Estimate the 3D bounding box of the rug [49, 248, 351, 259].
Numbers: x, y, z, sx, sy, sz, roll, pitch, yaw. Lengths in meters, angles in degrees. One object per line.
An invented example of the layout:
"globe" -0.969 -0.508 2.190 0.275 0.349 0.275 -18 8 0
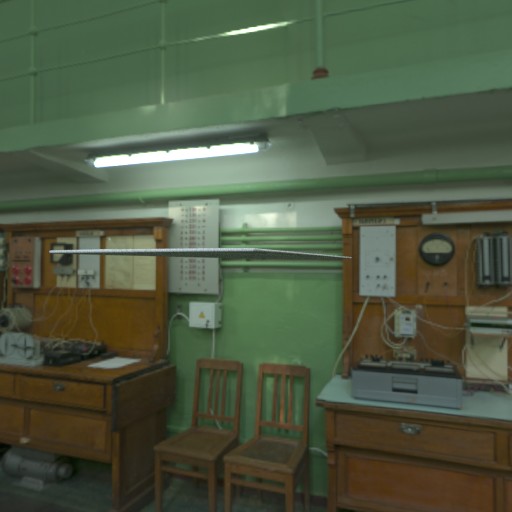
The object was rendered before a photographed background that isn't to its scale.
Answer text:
"rug" 0.000 0.000 2.718 0.855 0.017 2.452 0 -1 19
